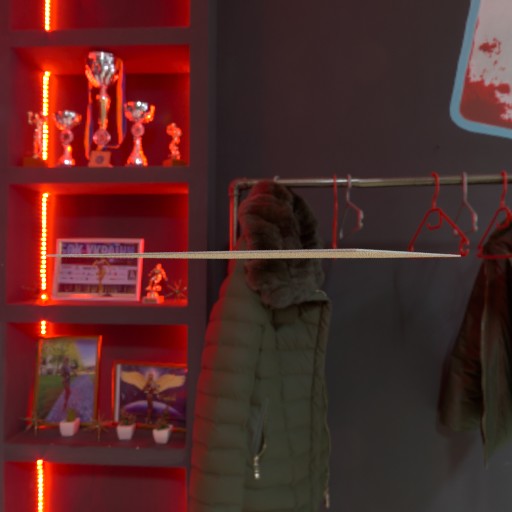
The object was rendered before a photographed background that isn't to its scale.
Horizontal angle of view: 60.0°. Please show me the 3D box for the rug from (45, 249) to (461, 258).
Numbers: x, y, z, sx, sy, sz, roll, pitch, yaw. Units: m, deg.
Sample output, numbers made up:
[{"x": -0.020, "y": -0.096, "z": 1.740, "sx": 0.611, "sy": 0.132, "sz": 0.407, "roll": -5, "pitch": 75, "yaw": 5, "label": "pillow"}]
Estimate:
[{"x": 0.000, "y": 0.000, "z": 3.923, "sx": 2.895, "sy": 0.018, "sz": 2.288, "roll": -1, "pitch": -1, "yaw": 36, "label": "rug"}]
